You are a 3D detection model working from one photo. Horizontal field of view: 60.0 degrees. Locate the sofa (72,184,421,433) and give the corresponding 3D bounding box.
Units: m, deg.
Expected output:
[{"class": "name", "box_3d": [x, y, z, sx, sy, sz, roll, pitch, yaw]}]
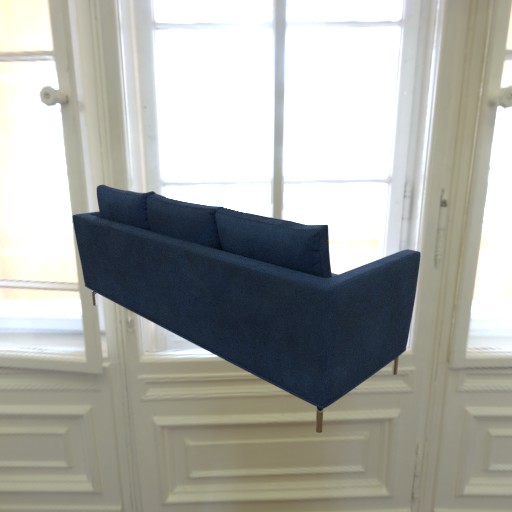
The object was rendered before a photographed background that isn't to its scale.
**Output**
[{"class": "sofa", "box_3d": [0.000, 0.000, 3.239, 2.438, 0.987, 1.622, 15, 21, 43]}]
